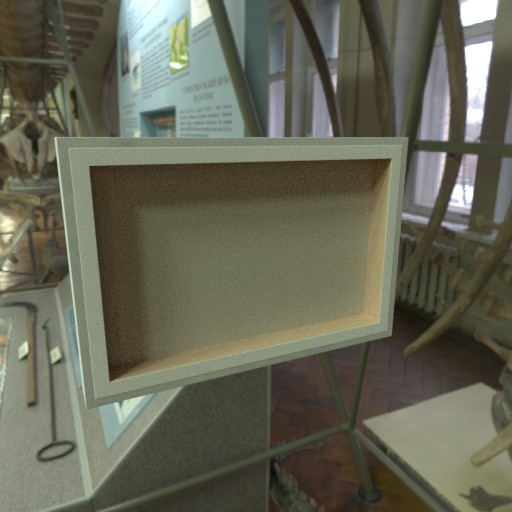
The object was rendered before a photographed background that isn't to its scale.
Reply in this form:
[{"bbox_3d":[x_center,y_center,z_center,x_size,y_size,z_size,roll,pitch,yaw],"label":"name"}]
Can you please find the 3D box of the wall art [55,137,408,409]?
[{"bbox_3d":[0.000,0.000,0.492,0.381,0.254,0.038,-7,16,-25],"label":"wall art"}]
